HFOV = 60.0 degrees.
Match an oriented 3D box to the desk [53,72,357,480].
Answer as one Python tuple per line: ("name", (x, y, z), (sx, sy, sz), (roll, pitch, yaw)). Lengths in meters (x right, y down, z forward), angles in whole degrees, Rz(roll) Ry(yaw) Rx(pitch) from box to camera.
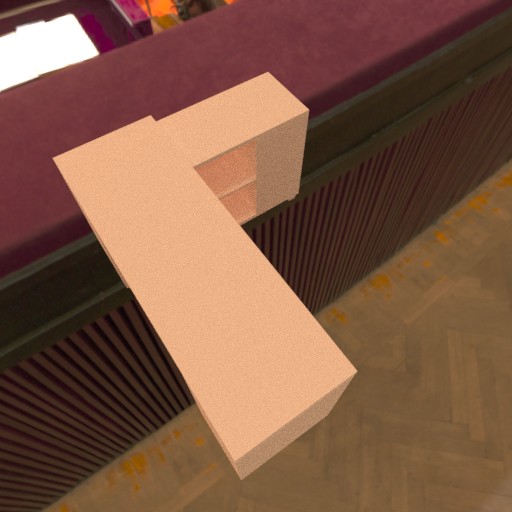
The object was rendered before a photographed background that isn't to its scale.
("desk", (0.000, 0.000, 2.191), (1.199, 0.759, 1.524), (-30, 64, -17))
